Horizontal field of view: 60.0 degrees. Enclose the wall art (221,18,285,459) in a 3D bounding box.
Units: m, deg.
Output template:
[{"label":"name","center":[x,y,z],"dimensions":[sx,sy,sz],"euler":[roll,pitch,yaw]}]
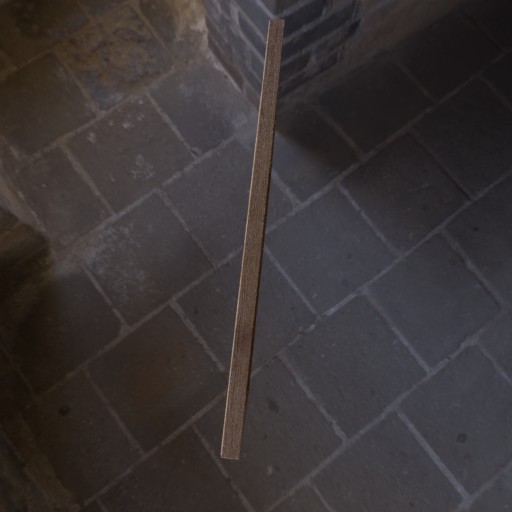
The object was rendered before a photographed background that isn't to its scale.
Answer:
[{"label":"wall art","center":[0.000,0.000,0.958],"dimensions":[0.026,0.588,0.690],"euler":[6,78,1]}]
